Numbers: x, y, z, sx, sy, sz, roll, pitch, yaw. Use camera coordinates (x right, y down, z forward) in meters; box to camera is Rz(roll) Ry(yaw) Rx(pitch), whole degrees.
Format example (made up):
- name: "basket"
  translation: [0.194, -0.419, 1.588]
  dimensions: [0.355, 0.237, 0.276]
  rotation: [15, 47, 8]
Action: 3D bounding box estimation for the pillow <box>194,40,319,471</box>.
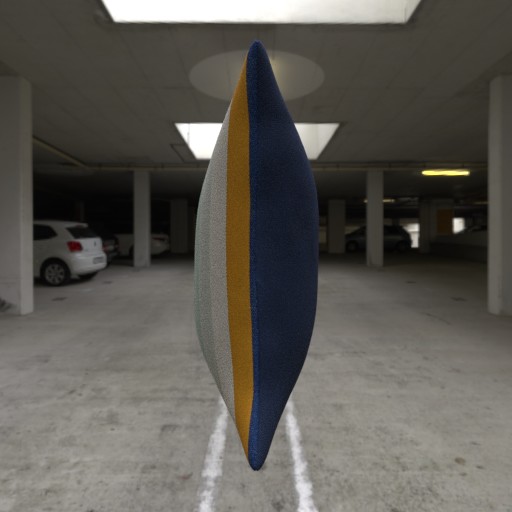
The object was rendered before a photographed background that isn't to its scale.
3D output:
- name: "pillow"
  translation: [0.000, 0.000, 0.693]
  dimensions: [0.173, 0.454, 0.463]
  rotation: [0, 0, 0]
